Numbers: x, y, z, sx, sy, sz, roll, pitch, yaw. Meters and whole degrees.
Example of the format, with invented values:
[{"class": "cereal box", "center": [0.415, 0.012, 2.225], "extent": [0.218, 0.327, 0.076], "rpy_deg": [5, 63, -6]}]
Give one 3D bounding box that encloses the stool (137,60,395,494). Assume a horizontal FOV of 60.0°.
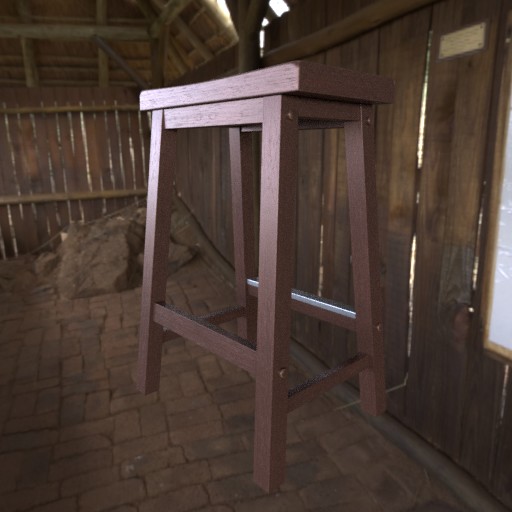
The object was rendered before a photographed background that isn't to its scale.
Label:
[{"class": "stool", "center": [0.000, 0.000, 0.840], "extent": [0.322, 0.610, 0.406], "rpy_deg": [-12, 18, -41]}]
